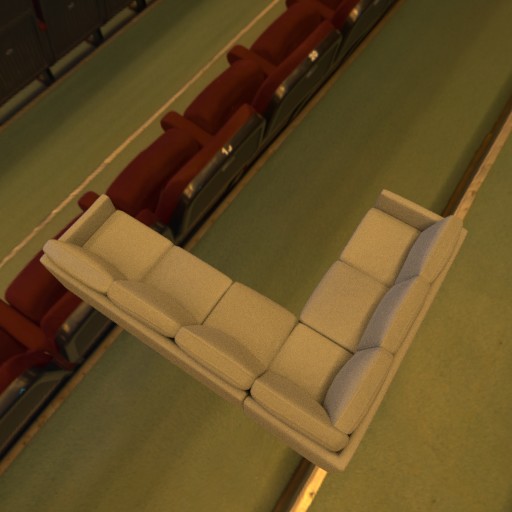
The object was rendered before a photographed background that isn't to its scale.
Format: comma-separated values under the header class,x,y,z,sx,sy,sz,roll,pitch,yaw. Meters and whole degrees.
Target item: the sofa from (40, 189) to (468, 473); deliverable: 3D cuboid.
class,x,y,z,sx,sy,sz,roll,pitch,yaw
sofa,0.000,0.000,4.444,3.301,0.947,2.592,31,67,14
